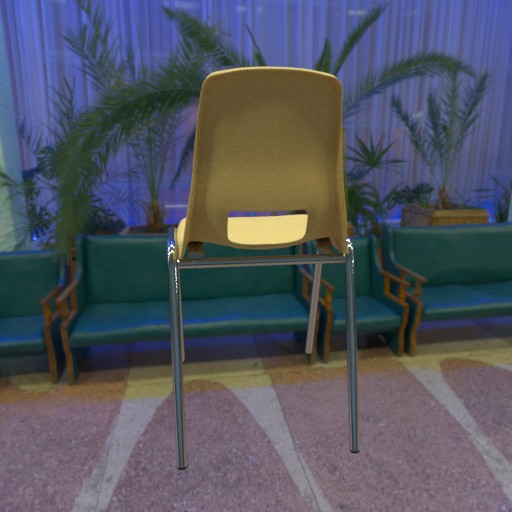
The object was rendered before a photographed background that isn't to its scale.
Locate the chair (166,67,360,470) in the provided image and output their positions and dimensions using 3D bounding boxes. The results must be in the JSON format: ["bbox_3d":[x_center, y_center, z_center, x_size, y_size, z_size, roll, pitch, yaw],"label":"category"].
[{"bbox_3d":[0.000,0.000,0.961,0.381,0.704,0.436,-2,15,-7],"label":"chair"}]
